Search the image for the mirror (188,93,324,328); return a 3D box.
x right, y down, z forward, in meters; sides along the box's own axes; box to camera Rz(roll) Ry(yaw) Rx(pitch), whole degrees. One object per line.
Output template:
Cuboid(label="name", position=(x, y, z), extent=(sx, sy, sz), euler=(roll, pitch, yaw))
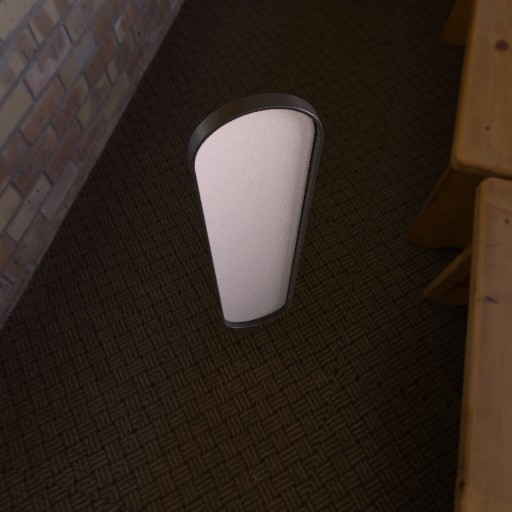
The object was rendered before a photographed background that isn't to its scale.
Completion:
Cuboid(label="mirror", position=(0.000, 0.000, 1.076), extent=(0.222, 0.991, 0.032), euler=(-14, 64, -7))
